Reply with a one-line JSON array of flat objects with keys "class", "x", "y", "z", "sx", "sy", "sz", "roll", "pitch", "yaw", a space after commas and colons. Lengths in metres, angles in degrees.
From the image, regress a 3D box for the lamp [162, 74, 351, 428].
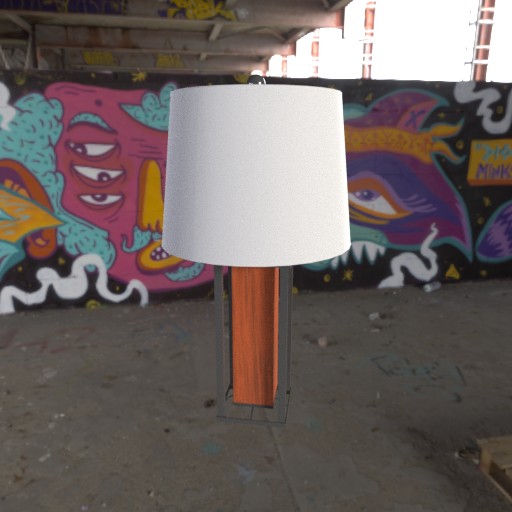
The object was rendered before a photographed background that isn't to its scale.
[{"class": "lamp", "x": 0.000, "y": 0.000, "z": 0.771, "sx": 0.320, "sy": 0.591, "sz": 0.320, "roll": 0, "pitch": 15, "yaw": 0}]
